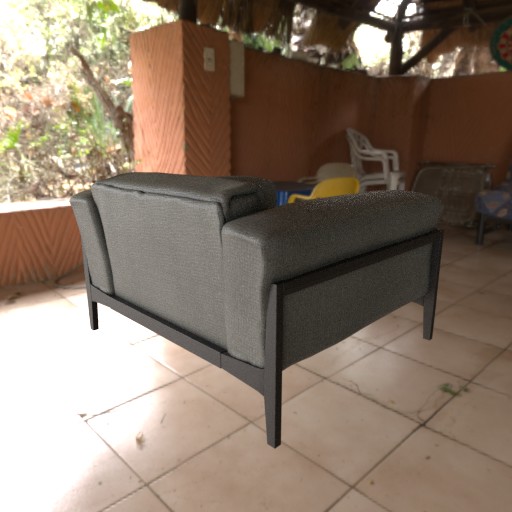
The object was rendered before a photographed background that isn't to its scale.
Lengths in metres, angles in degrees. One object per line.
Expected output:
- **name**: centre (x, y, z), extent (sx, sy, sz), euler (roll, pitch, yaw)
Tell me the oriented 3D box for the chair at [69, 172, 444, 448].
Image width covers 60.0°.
- **chair**: centre (0.000, 0.000, 1.689), extent (0.969, 0.646, 1.056), euler (-14, 20, -43)
